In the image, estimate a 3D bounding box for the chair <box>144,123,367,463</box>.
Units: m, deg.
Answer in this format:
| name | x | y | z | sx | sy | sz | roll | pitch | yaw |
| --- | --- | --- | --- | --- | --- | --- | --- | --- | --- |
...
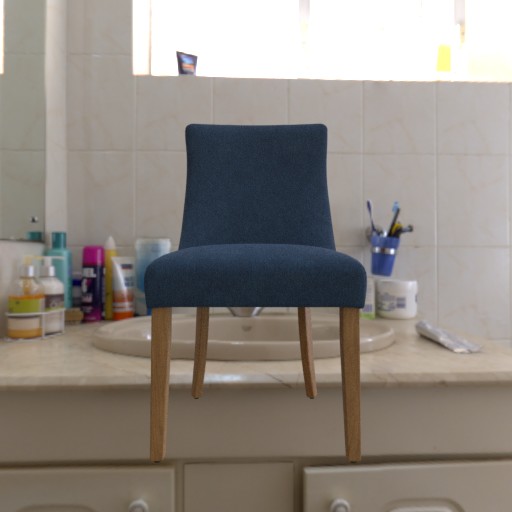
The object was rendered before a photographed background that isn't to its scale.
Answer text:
| name | x | y | z | sx | sy | sz | roll | pitch | yaw |
| --- | --- | --- | --- | --- | --- | --- | --- | --- | --- |
| chair | 0.000 | 0.000 | 1.243 | 0.495 | 0.902 | 0.609 | 0 | -1 | 0 |
